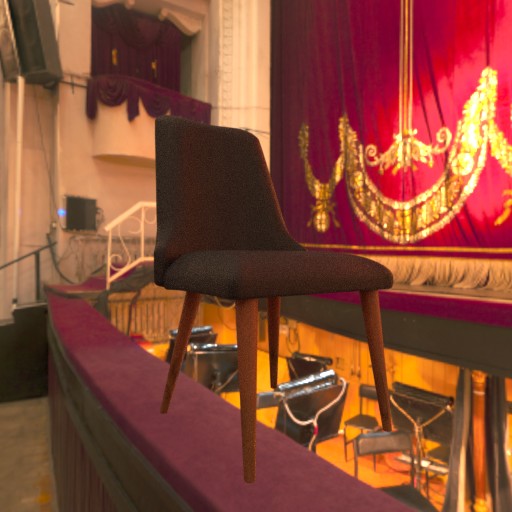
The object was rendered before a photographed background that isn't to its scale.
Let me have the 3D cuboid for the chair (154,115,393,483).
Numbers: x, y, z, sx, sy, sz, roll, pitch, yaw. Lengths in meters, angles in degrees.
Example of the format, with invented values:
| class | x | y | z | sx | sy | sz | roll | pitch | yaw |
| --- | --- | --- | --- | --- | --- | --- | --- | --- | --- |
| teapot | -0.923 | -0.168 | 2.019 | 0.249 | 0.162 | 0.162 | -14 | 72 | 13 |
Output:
| class | x | y | z | sx | sy | sz | roll | pitch | yaw |
| --- | --- | --- | --- | --- | --- | --- | --- | --- | --- |
| chair | 0.000 | 0.000 | 1.156 | 0.504 | 0.820 | 0.567 | 0 | 0 | -36 |
